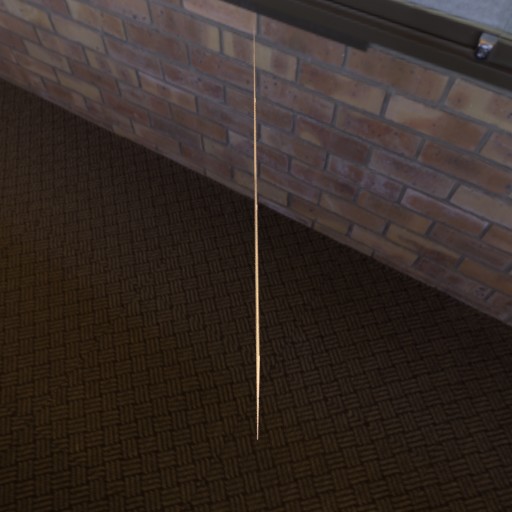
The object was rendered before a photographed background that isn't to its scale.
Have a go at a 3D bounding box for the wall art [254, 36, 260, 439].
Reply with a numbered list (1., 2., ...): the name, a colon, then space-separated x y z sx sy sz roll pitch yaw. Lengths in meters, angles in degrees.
1. wall art: 0.000 0.000 2.236 0.002 1.505 1.517 -1 60 0
